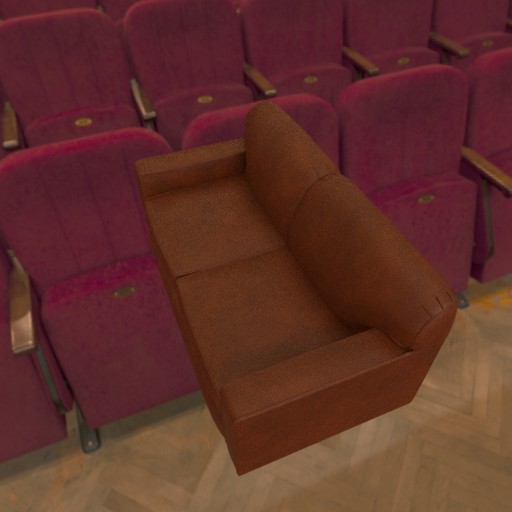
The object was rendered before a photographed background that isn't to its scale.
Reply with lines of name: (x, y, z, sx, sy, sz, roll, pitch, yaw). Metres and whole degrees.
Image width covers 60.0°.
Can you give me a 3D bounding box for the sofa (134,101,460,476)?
sofa: (0.000, 0.000, 2.431, 1.000, 0.966, 1.856, -16, 47, -15)
